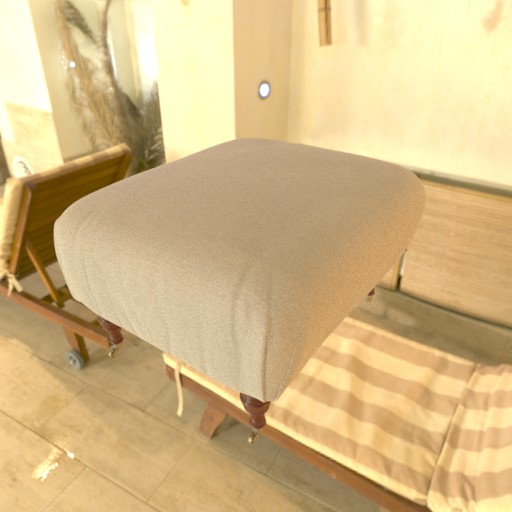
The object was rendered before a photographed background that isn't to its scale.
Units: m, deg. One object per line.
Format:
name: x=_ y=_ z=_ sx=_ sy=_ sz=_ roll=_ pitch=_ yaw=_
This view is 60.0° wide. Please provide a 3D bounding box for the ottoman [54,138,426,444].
ottoman: x=0.000 y=0.000 z=1.113 sx=0.622 sy=0.450 sz=0.746 roll=19 pitch=35 yaw=30
